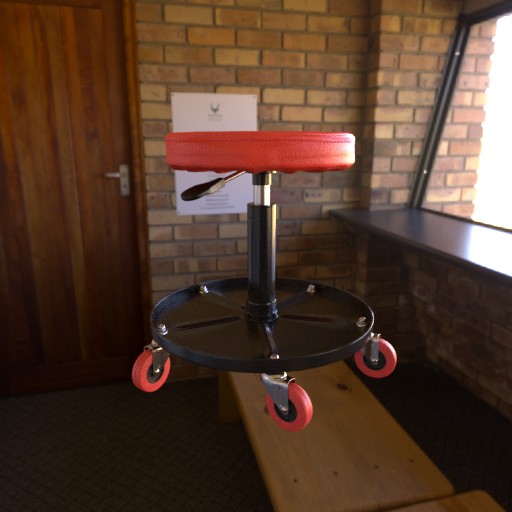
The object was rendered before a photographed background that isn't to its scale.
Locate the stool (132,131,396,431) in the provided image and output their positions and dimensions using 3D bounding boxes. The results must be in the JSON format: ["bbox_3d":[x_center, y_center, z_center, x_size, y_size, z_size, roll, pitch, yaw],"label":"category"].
[{"bbox_3d":[0.000,0.000,0.682,0.381,0.365,0.382,13,19,42],"label":"stool"}]
